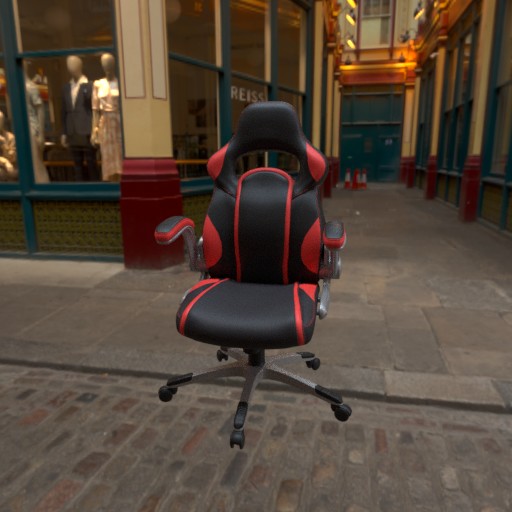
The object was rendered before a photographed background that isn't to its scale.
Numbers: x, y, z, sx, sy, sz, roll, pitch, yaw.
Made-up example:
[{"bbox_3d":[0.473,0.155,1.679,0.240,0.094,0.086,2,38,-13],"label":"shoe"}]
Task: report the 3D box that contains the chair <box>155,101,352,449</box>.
[{"bbox_3d":[0.000,0.000,1.664,0.758,1.165,0.712,3,14,11],"label":"chair"}]
